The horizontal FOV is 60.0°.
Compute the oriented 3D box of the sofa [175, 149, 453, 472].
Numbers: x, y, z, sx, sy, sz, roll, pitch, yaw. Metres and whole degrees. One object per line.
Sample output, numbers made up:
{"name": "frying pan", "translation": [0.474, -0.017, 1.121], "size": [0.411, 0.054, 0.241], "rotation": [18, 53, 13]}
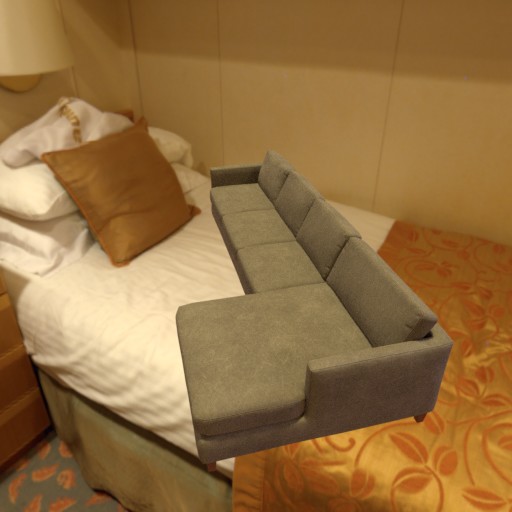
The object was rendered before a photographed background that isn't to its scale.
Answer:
{"name": "sofa", "translation": [0.000, 0.000, 4.029], "size": [1.604, 0.950, 3.471], "rotation": [-8, 32, -13]}
